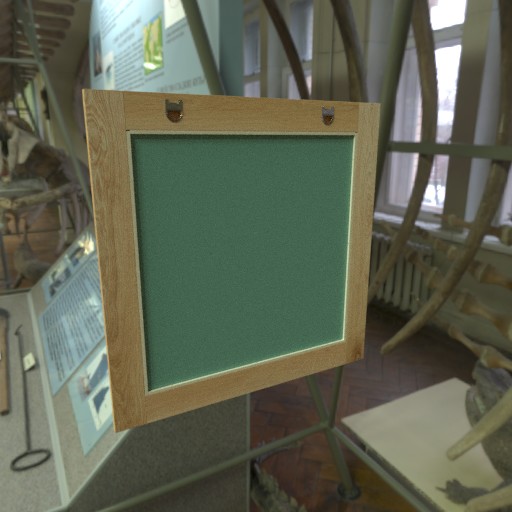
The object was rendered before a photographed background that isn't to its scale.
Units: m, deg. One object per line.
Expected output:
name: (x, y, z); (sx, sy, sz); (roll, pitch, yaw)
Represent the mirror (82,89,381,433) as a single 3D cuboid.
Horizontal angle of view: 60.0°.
mirror: (0.000, 0.000, 1.185); (0.800, 0.800, 0.020); (-8, 17, -28)
